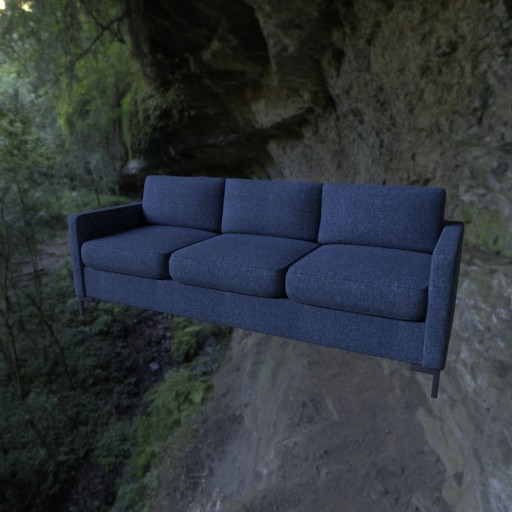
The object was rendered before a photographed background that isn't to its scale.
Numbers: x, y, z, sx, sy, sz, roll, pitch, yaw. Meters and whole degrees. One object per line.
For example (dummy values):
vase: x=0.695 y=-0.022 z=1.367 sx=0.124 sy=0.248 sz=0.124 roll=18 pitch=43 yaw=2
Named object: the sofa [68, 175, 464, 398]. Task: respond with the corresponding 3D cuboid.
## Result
sofa: x=0.000 y=0.000 z=2.666 sx=2.218 sy=0.874 sz=0.859 roll=7 pitch=16 yaw=25
